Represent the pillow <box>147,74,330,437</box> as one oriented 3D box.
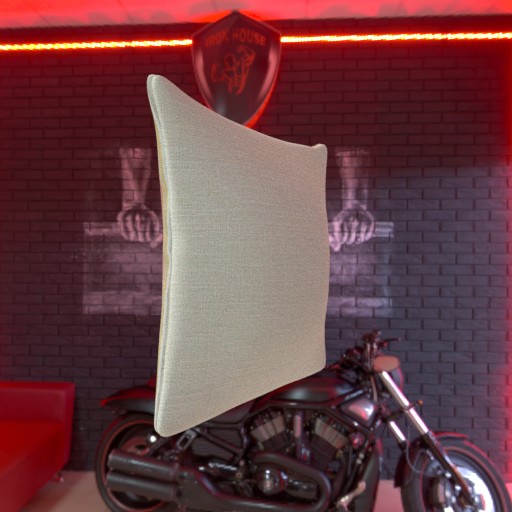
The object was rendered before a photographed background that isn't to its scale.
[{"bbox_3d":[0.000,0.000,0.717,0.191,0.449,0.451,0,0,36],"label":"pillow"}]
